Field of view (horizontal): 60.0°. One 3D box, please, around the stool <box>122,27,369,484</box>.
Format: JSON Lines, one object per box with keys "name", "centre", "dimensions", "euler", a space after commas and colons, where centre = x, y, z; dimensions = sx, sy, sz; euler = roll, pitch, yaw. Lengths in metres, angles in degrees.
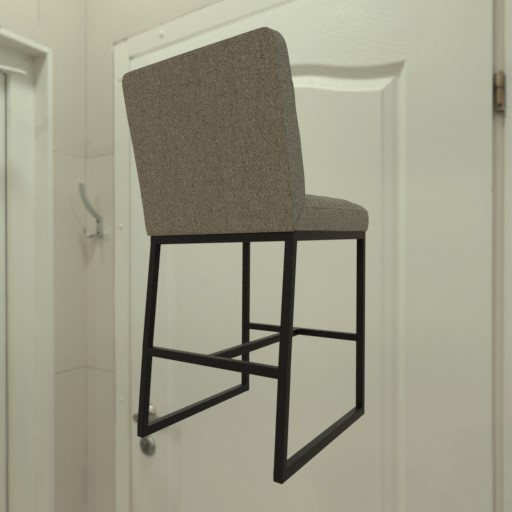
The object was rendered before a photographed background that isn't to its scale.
{"name": "stool", "centre": [0.000, 0.000, 1.225], "dimensions": [0.460, 0.940, 0.560], "euler": [0, 0, 34]}
